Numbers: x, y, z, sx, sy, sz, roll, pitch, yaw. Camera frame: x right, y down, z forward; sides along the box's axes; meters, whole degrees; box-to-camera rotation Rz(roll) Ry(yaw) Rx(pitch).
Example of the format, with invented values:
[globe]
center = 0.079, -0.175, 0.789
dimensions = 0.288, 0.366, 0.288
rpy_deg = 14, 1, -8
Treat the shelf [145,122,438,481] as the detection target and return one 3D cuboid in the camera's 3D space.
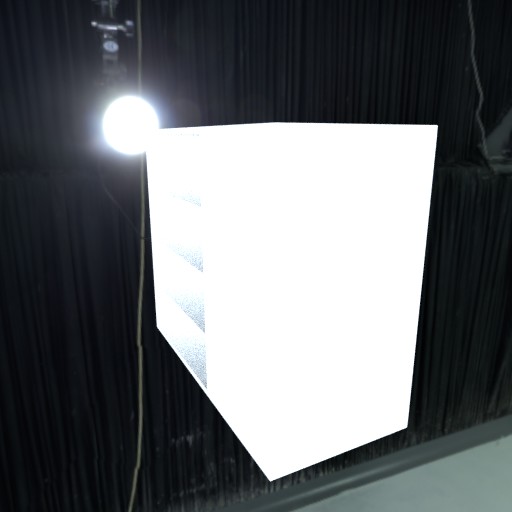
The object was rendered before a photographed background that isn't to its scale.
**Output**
[shelf]
center = 0.000, 0.000, 1.320
dimensions = 0.396, 0.732, 0.895
rpy_deg = -8, 17, -26
